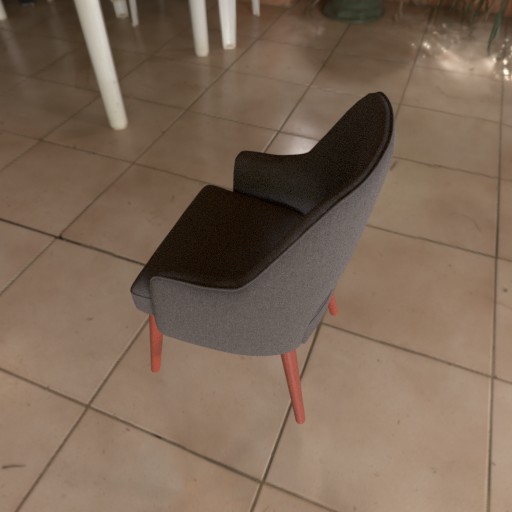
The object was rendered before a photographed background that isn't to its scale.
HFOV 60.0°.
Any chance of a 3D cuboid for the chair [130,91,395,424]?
[{"bbox_3d":[0.000,0.000,1.196,0.560,0.838,0.559,15,49,14],"label":"chair"}]
